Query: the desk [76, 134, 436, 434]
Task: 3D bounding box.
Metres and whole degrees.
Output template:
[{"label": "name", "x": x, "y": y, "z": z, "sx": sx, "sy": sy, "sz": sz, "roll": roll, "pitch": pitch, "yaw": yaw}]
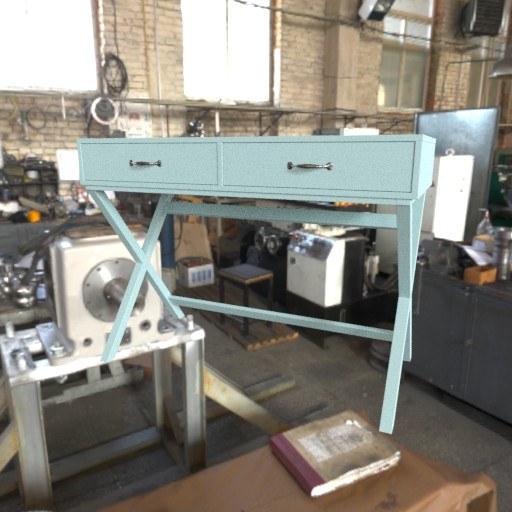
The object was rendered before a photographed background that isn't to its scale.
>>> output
[{"label": "desk", "x": 0.000, "y": 0.000, "z": 1.525, "sx": 1.057, "sy": 0.780, "sz": 0.525, "roll": 6, "pitch": 15, "yaw": 24}]
